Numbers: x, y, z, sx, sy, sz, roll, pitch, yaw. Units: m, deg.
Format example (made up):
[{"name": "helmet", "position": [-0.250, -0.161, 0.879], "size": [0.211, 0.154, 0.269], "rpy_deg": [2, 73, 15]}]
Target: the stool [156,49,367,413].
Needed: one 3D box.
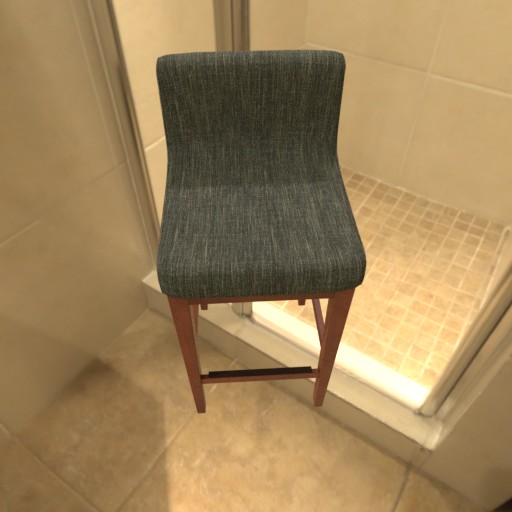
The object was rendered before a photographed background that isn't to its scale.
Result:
[{"name": "stool", "position": [0.000, 0.000, 1.092], "size": [0.395, 0.835, 0.459], "rpy_deg": [-2, 46, -2]}]
